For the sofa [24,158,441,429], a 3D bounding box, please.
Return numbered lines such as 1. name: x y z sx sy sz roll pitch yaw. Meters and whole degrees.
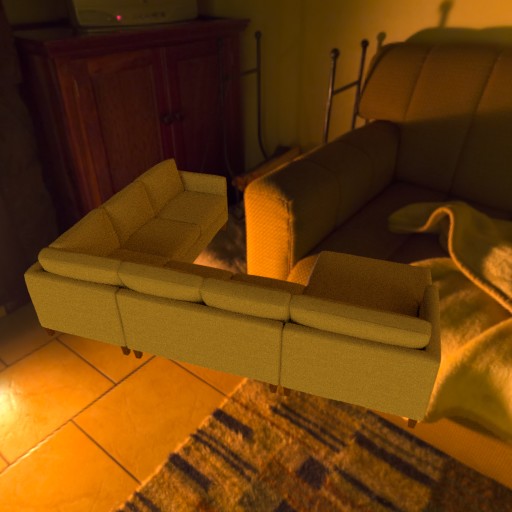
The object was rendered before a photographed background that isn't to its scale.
1. sofa: 0.000 0.000 4.550 3.460 0.961 2.594 10 34 15
